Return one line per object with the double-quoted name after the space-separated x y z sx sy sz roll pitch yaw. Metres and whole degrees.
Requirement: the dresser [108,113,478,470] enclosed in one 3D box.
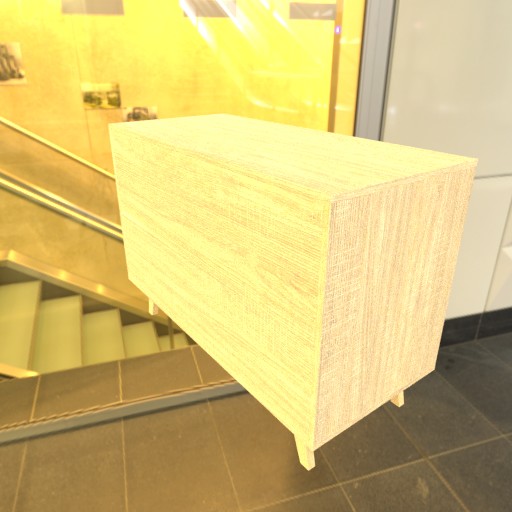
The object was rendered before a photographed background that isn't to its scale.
0.000 0.000 1.492 0.500 0.780 1.110 -17 30 -33 "dresser"
